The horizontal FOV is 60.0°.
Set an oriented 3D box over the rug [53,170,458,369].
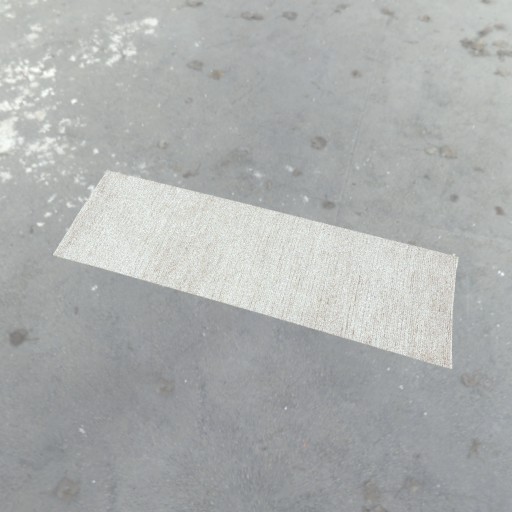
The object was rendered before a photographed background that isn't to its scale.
[{"bbox_3d":[0.000,0.000,2.655,2.346,0.013,0.712,15,60,9],"label":"rug"}]
